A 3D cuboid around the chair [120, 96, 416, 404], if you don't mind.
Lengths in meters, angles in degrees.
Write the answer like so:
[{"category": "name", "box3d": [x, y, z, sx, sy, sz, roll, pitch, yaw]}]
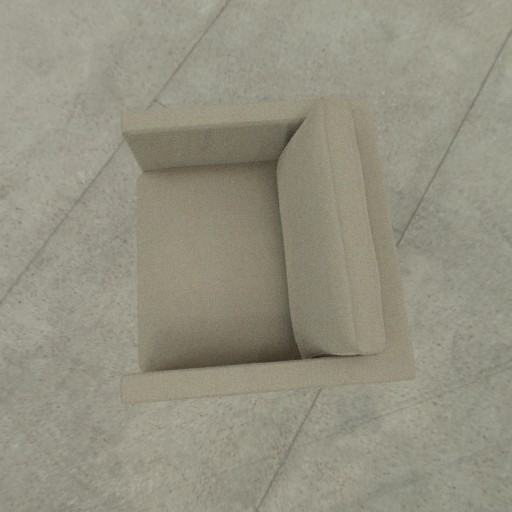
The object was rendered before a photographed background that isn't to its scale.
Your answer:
[{"category": "chair", "box3d": [0.000, 0.000, 1.749, 0.949, 0.863, 1.057, -4, 74, -1]}]
